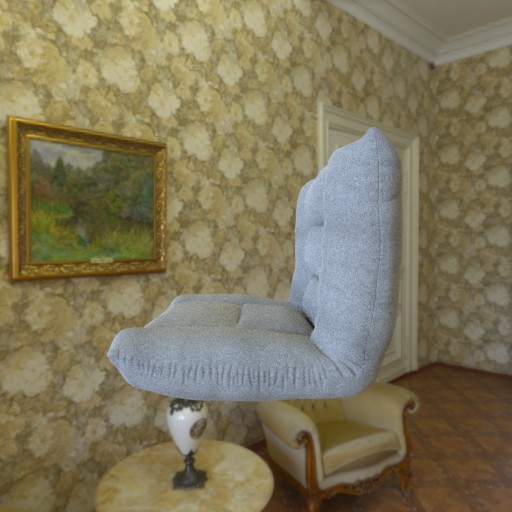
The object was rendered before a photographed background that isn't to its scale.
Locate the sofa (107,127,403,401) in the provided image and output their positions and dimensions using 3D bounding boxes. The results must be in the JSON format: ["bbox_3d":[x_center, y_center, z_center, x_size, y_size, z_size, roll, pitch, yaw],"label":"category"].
[{"bbox_3d":[0.000,0.000,1.733,0.847,0.795,1.144,0,1,0],"label":"sofa"}]
